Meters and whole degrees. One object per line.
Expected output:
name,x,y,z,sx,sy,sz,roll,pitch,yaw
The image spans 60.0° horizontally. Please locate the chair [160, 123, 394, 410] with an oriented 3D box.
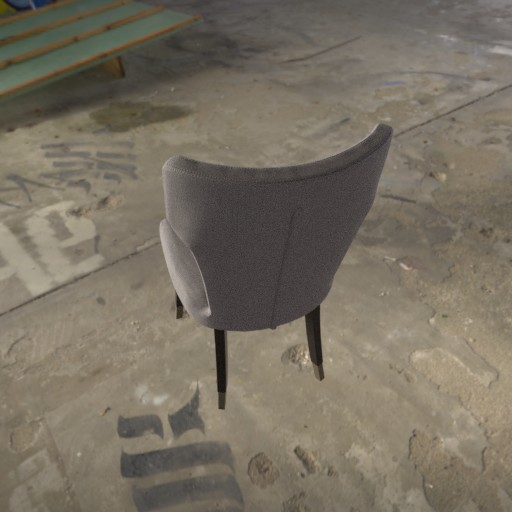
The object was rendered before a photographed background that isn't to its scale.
chair,0.000,0.000,1.358,0.526,0.950,0.630,-12,43,-13
